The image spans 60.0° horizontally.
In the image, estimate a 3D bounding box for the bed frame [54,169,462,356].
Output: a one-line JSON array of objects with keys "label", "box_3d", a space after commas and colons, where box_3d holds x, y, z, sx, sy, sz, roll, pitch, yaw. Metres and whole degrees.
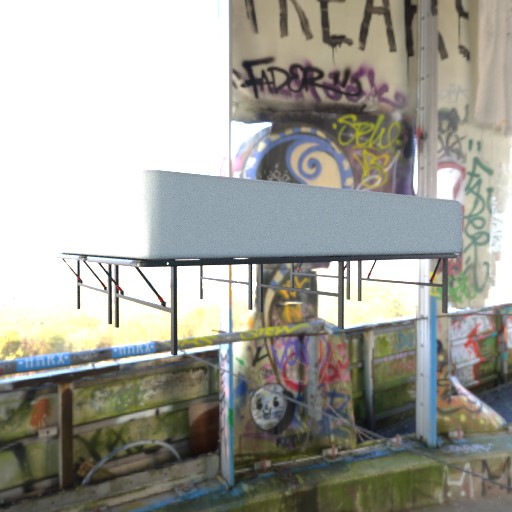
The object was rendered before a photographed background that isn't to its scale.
[{"label": "bed frame", "box_3d": [0.000, 0.000, 2.721, 2.037, 0.677, 1.528, -1, 2, -35]}]
